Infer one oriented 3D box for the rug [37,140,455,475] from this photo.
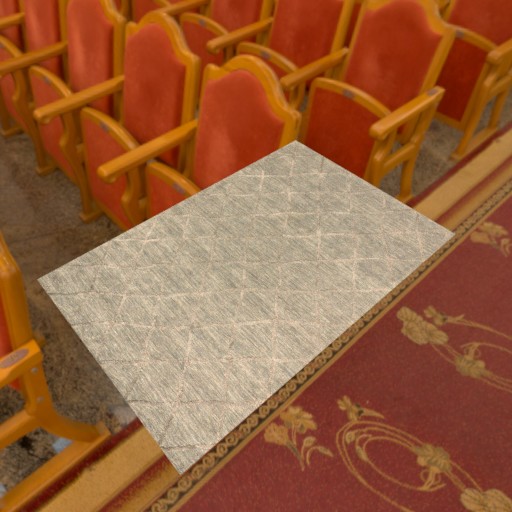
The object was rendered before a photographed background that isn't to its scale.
[{"bbox_3d":[0.000,0.000,2.884,2.283,0.006,1.521,-34,56,-27],"label":"rug"}]
